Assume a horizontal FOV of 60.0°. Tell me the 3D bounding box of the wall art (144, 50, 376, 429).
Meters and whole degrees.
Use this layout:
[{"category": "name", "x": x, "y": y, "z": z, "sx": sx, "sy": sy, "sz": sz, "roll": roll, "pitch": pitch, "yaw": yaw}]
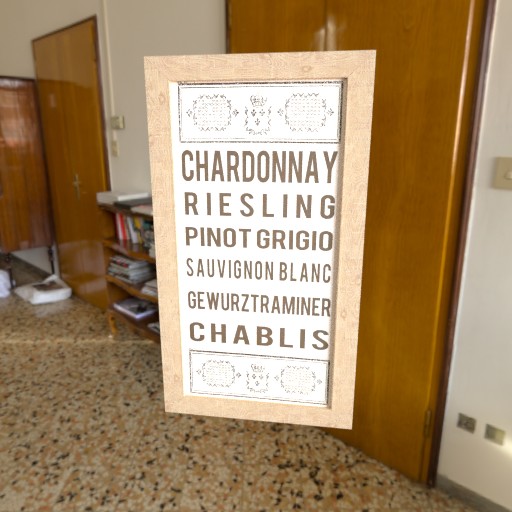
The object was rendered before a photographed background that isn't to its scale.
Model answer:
[{"category": "wall art", "x": 0.000, "y": 0.000, "z": 0.812, "sx": 0.381, "sy": 0.683, "sz": 0.013, "roll": 2, "pitch": 15, "yaw": 8}]
